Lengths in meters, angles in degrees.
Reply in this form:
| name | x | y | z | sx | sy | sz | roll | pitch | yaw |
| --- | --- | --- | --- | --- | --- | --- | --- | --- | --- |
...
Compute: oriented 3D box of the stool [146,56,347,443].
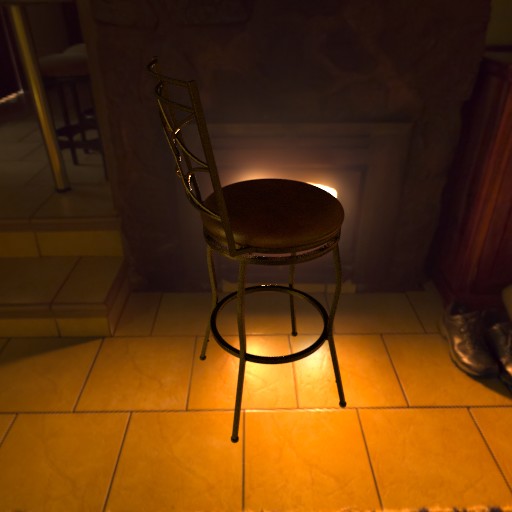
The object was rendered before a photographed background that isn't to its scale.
| name | x | y | z | sx | sy | sz | roll | pitch | yaw |
| --- | --- | --- | --- | --- | --- | --- | --- | --- | --- |
| stool | 0.000 | 0.000 | 1.383 | 0.534 | 1.117 | 0.434 | -11 | 32 | -18 |
